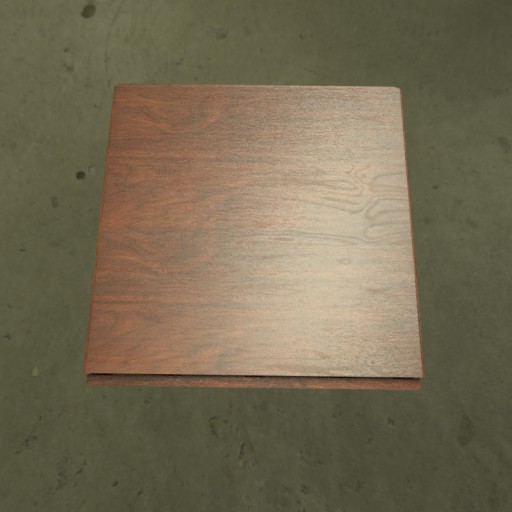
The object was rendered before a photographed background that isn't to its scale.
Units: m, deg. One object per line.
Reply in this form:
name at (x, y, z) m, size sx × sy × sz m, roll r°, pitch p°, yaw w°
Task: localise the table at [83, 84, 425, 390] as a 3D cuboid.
table at (0.000, 0.000, 1.516) m, size 0.812 × 0.763 × 0.843 m, roll 1°, pitch 75°, yaw 0°
